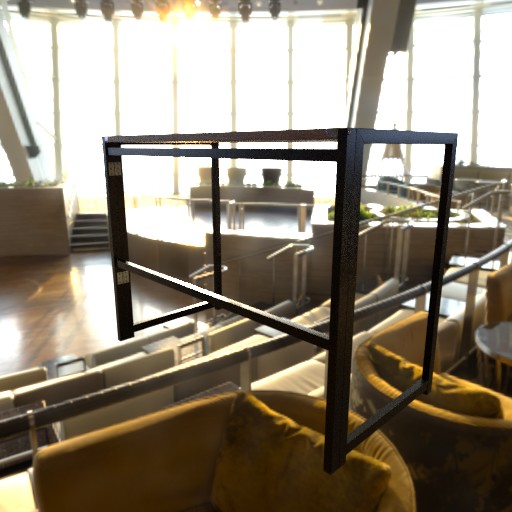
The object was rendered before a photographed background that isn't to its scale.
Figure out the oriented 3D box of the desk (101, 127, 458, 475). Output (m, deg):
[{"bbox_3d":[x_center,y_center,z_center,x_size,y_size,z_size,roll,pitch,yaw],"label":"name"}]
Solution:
[{"bbox_3d":[0.000,0.000,1.441,0.508,0.762,1.016,-13,19,-42],"label":"desk"}]
